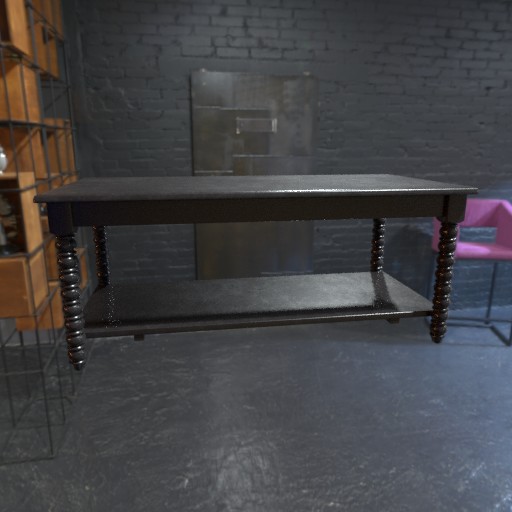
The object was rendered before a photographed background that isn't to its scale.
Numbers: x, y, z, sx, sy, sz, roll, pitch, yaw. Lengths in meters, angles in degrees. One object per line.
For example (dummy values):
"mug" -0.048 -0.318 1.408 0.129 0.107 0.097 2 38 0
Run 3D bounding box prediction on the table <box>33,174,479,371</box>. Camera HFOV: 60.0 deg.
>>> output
"table" 0.000 0.000 1.473 1.171 0.487 0.580 -2 14 -9
